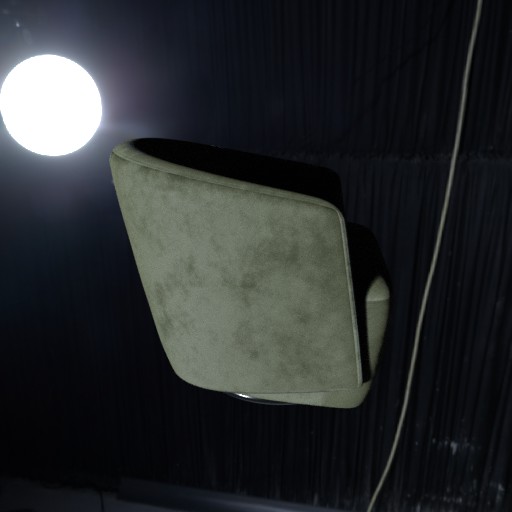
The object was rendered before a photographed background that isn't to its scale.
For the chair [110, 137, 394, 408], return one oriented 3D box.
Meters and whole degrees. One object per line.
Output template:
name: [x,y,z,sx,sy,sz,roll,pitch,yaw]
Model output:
chair: [0.000,0.000,1.360,0.767,0.698,0.773,3,16,9]
